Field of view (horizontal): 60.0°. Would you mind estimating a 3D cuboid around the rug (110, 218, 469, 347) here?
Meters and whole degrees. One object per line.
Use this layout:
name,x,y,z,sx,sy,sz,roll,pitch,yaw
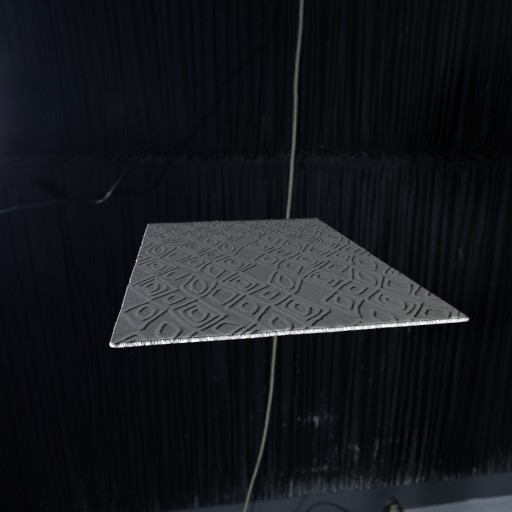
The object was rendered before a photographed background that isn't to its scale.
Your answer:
rug,0.000,0.000,2.323,1.224,0.016,1.832,-3,16,-9
